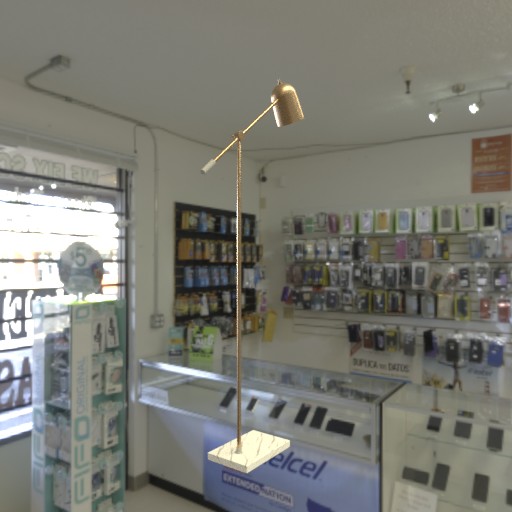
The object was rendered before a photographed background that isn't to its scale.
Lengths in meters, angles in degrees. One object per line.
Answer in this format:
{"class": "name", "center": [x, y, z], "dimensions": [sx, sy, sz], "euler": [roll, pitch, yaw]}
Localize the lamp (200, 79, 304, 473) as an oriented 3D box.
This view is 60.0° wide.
{"class": "lamp", "center": [0.000, 0.000, 1.837], "dimensions": [0.194, 1.594, 0.653], "euler": [-1, -1, 37]}
